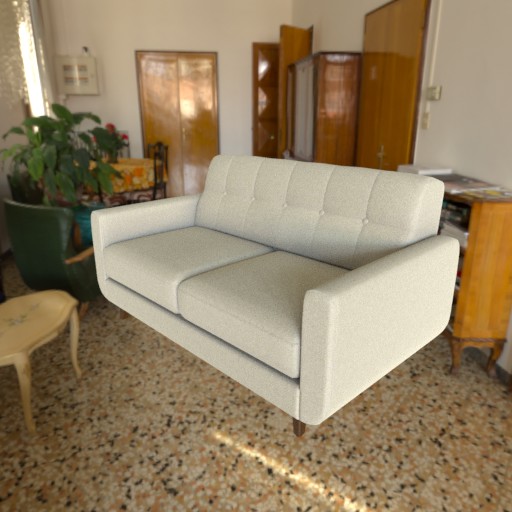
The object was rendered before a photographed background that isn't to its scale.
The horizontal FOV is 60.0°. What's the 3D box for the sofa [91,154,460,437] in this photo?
[{"bbox_3d":[0.000,0.000,2.232,0.980,0.892,1.655,-17,25,-41],"label":"sofa"}]
